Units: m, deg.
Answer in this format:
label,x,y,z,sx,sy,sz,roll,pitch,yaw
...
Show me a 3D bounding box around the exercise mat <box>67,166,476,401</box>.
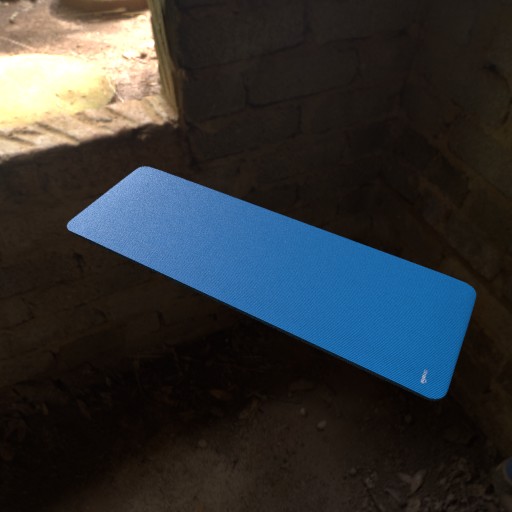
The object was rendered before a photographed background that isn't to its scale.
label,x,y,z,sx,sy,sz,roll,pitch,yaw
exercise mat,0.000,0.000,2.056,1.869,0.021,0.616,22,50,20
